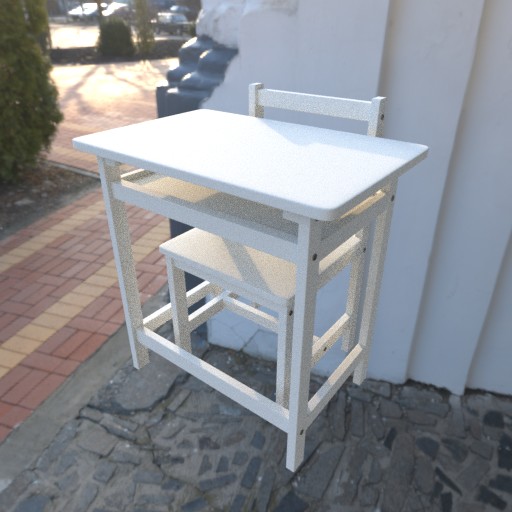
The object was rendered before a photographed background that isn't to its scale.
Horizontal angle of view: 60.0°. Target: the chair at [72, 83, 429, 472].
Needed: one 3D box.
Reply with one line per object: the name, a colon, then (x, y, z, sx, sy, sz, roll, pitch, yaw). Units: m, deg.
chair: (0.000, 0.000, 1.023, 0.599, 0.673, 0.461, 20, 35, 32)
